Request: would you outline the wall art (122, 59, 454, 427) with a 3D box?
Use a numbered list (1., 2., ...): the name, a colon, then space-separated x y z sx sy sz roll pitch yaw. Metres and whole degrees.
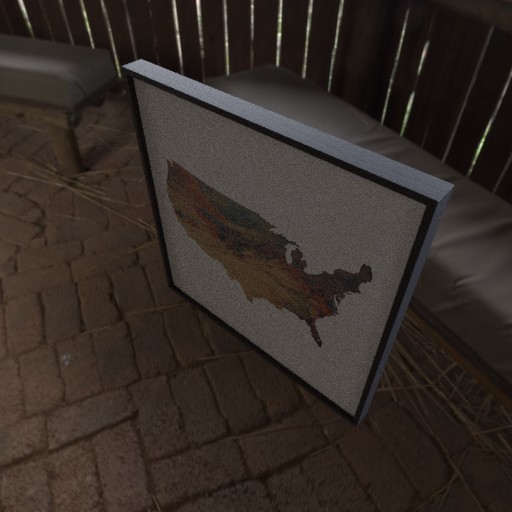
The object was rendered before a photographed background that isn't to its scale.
1. wall art: 0.000 0.000 0.741 0.507 0.507 0.038 31 53 28
